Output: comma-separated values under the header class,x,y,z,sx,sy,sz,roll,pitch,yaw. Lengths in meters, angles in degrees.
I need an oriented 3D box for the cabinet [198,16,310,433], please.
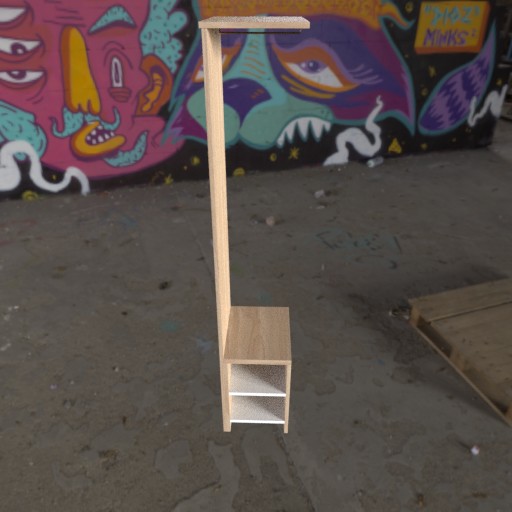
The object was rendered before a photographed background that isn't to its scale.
class,x,y,z,sx,sy,sz,roll,pitch,yaw
cabinet,0.000,0.000,1.990,0.338,1.879,0.411,1,30,2
